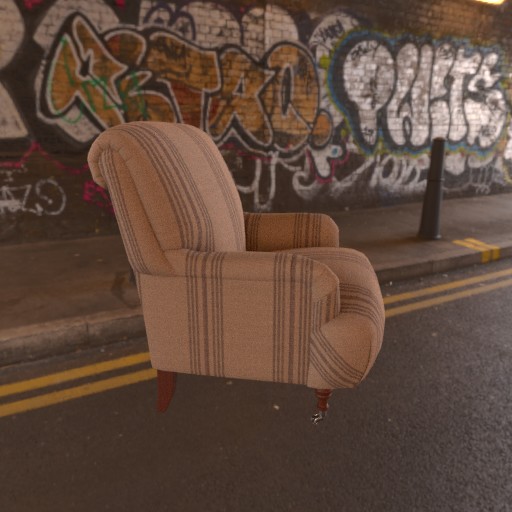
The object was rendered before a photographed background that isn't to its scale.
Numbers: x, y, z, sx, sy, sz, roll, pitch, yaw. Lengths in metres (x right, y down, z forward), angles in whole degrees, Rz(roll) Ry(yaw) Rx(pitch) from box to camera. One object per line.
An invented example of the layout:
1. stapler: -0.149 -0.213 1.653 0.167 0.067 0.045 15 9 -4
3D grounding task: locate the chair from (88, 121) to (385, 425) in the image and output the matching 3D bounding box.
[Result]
1. chair: 0.000 0.000 1.623 0.914 0.940 0.813 3 16 10
